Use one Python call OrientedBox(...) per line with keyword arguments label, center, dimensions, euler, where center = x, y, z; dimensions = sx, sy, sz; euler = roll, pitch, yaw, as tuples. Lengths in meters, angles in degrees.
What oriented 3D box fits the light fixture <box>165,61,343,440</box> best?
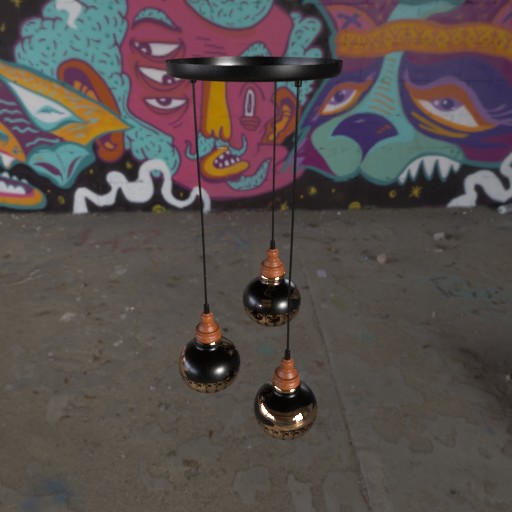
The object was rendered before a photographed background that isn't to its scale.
OrientedBox(label="light fixture", center=(0.000, 0.000, 1.741), dimensions=(0.608, 1.410, 0.605), euler=(8, 28, 15))
